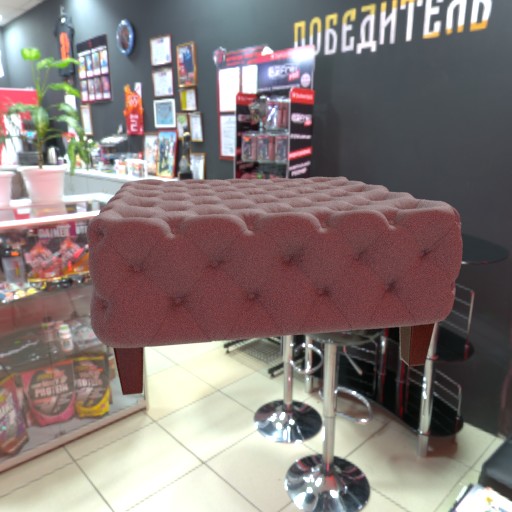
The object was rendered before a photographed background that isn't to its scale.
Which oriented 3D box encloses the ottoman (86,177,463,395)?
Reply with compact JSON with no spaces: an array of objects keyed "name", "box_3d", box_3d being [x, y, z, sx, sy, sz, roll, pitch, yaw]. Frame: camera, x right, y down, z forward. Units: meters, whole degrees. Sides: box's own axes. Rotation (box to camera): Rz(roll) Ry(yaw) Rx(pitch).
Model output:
[{"name":"ottoman","box_3d":[0.000,0.000,1.439,0.917,0.439,0.911,-3,16,-10]}]
